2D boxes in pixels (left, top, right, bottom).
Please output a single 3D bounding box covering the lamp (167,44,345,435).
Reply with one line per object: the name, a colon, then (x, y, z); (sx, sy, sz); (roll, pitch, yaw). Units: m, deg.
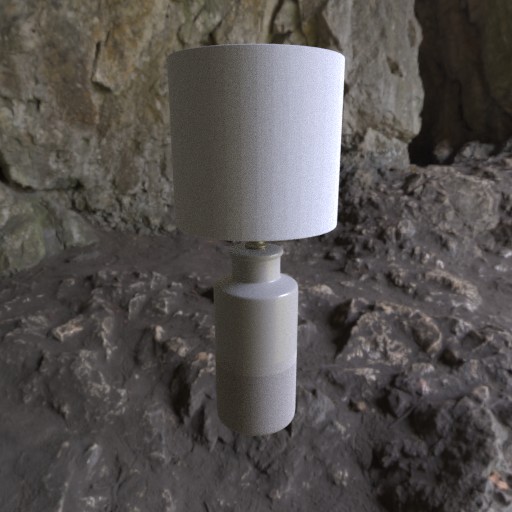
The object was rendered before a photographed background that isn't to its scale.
lamp: (0.000, 0.000, 0.604); (0.212, 0.493, 0.212); (-8, 18, -27)
